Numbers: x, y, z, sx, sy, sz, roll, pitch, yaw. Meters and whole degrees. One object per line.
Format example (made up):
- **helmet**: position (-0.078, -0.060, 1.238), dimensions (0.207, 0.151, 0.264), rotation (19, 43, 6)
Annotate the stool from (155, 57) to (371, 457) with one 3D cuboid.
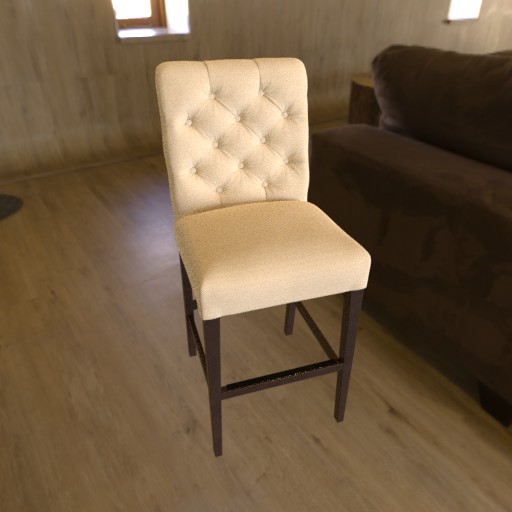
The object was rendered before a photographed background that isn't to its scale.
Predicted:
- **stool**: position (0.000, 0.000, 1.444), dimensions (0.482, 1.118, 0.610), rotation (-9, 33, -15)
